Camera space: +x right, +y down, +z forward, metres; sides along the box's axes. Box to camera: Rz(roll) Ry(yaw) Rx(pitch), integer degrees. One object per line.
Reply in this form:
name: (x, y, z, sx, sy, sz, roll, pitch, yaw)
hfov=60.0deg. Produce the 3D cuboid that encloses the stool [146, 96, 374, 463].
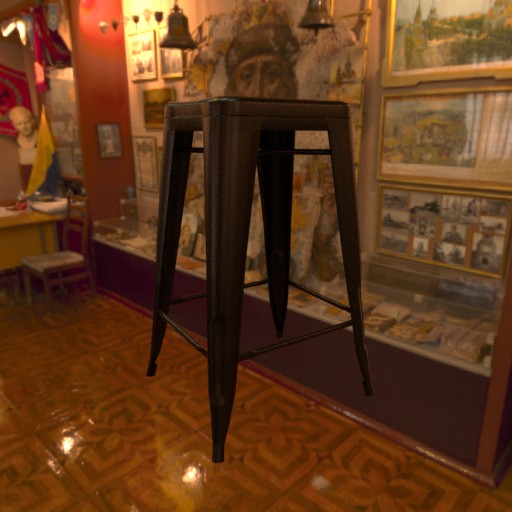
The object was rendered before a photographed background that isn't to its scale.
stool: (0.000, 0.000, 0.927, 0.455, 0.609, 0.423, -15, 22, -42)
